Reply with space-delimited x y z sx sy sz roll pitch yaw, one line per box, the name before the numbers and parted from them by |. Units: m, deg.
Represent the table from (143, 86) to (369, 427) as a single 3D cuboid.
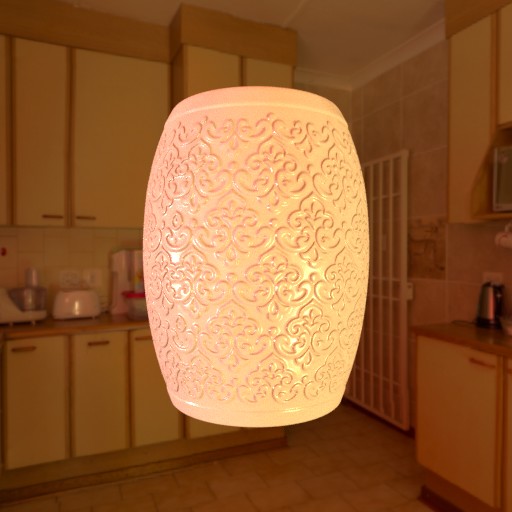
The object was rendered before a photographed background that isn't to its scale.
table | 0.000 0.000 0.625 0.309 0.397 0.309 0 1 0
